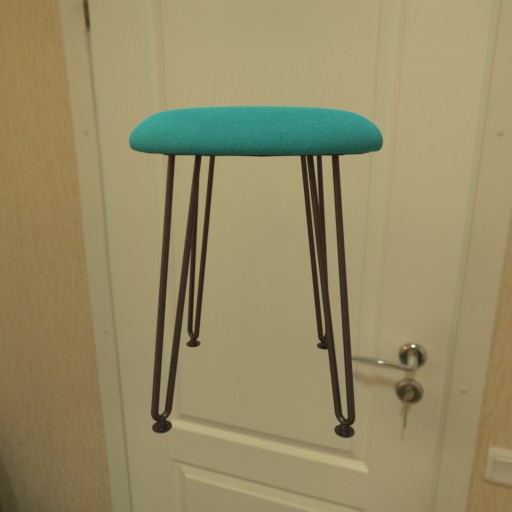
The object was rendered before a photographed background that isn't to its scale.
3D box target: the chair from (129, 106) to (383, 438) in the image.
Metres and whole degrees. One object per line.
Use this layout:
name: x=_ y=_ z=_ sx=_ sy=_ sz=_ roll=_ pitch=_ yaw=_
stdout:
chair: x=0.000 y=0.000 z=0.679 sx=0.350 sy=0.430 sz=0.350 roll=-3 pitch=16 yaw=-9
